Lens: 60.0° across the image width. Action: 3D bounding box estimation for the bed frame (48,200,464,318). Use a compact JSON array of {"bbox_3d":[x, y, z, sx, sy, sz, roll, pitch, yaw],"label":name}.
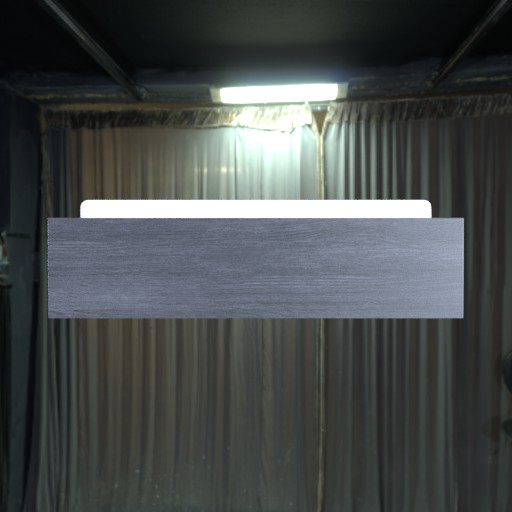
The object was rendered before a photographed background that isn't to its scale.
[{"bbox_3d":[0.000,0.000,2.563,1.490,0.432,1.950,0,0,0],"label":"bed frame"}]
